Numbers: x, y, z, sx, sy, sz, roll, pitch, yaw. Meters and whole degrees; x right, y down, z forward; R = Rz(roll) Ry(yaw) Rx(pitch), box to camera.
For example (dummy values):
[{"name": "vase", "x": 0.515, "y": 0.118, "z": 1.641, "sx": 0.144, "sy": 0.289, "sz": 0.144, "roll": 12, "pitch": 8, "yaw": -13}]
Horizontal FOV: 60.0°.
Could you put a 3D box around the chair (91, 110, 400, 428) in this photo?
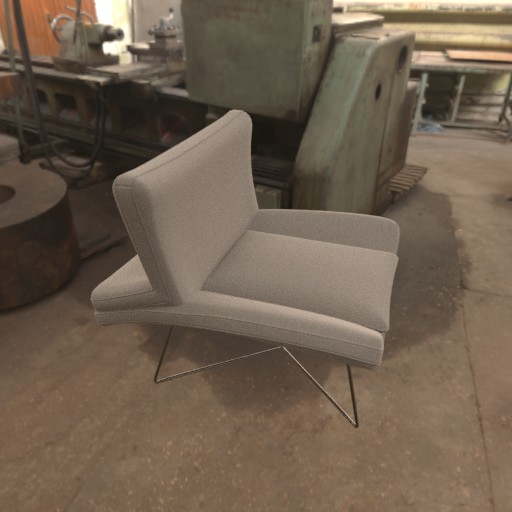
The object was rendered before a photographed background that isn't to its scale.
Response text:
[{"name": "chair", "x": 0.000, "y": 0.000, "z": 1.649, "sx": 1.008, "sy": 0.855, "sz": 0.859, "roll": 10, "pitch": 32, "yaw": 16}]
